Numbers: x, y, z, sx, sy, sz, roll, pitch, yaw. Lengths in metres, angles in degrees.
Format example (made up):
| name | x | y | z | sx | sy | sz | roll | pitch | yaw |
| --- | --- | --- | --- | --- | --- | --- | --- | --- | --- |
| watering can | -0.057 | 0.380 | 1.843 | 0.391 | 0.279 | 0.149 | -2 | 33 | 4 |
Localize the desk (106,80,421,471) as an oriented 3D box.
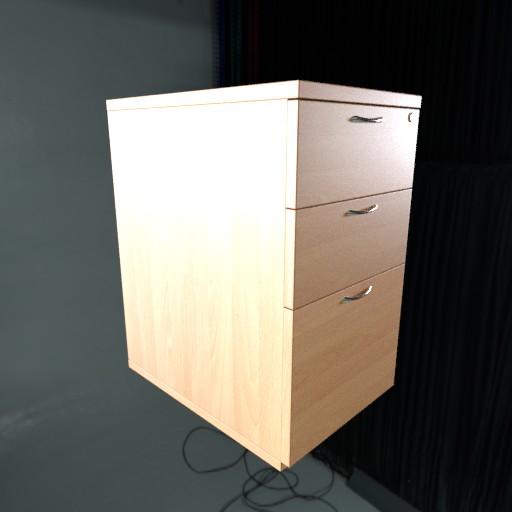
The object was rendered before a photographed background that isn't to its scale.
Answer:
| name | x | y | z | sx | sy | sz | roll | pitch | yaw |
| --- | --- | --- | --- | --- | --- | --- | --- | --- | --- |
| desk | 0.000 | 0.000 | 1.083 | 0.600 | 0.730 | 0.404 | 15 | 21 | 43 |
